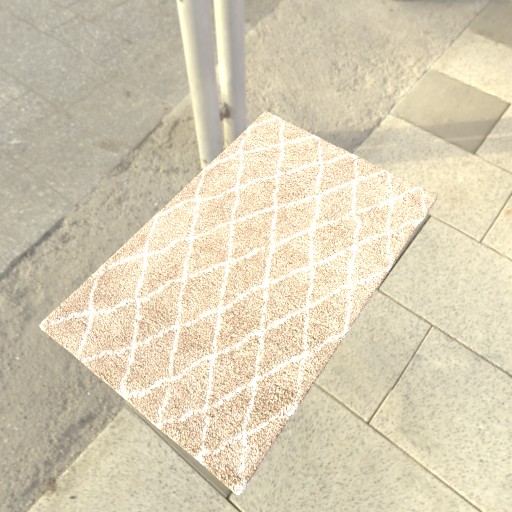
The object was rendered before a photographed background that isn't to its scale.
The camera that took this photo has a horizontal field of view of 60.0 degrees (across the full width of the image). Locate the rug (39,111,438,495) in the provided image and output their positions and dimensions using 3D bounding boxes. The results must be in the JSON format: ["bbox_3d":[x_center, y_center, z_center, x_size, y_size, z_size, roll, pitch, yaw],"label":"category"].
[{"bbox_3d":[0.000,0.000,3.412,1.778,0.030,2.743,32,64,18],"label":"rug"}]
